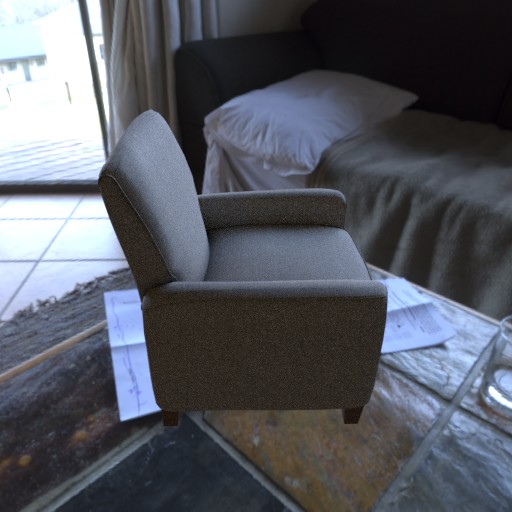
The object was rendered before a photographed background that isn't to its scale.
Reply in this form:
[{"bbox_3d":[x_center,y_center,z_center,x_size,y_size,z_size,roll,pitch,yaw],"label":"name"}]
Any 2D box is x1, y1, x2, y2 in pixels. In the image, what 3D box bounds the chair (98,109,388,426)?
[{"bbox_3d":[0.000,0.000,1.693,0.864,1.014,0.848,0,31,-1],"label":"chair"}]
